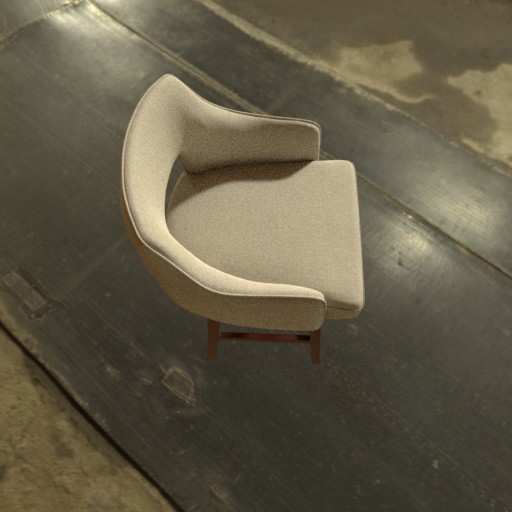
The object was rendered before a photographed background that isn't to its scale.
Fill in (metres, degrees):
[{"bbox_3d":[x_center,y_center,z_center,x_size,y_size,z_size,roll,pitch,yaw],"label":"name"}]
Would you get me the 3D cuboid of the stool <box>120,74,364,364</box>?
[{"bbox_3d":[0.000,0.000,1.362,0.560,1.041,0.550,2,64,1],"label":"stool"}]
